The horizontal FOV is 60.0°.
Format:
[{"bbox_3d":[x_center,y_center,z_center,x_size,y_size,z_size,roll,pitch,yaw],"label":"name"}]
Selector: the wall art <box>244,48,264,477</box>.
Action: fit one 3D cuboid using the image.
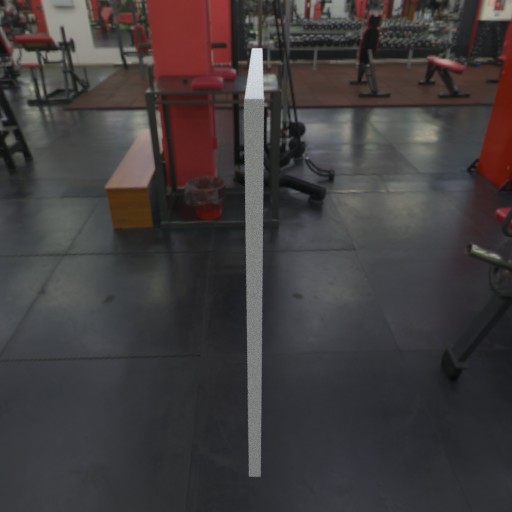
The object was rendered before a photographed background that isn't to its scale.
[{"bbox_3d":[0.000,0.000,0.600,0.015,0.477,0.332,0,31,0],"label":"wall art"}]
